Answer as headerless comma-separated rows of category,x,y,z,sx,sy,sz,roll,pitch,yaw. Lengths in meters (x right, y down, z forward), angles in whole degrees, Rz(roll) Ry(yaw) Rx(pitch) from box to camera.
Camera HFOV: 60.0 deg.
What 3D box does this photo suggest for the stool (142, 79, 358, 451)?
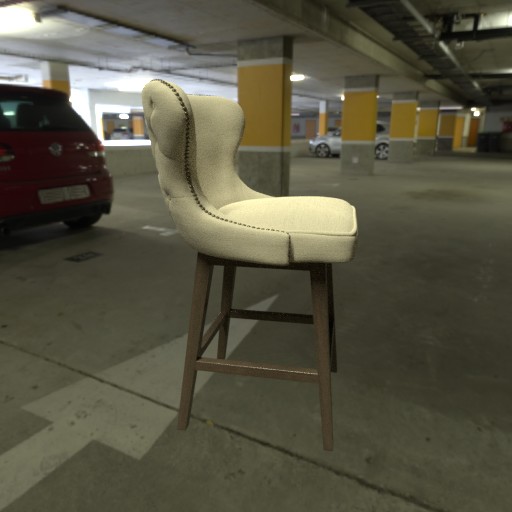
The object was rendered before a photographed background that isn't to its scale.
stool,0.000,0.000,1.362,0.597,0.972,0.615,3,16,11
